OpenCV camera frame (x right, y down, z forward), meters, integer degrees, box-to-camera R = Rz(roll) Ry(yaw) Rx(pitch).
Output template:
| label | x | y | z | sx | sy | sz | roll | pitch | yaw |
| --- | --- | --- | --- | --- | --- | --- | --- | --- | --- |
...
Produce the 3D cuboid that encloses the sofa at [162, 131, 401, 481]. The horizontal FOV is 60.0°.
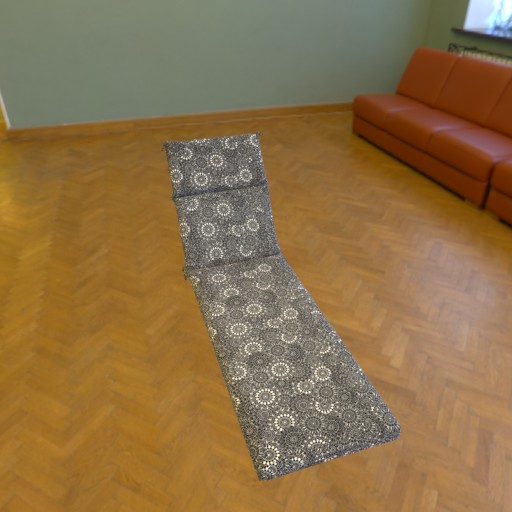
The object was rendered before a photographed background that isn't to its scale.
| label | x | y | z | sx | sy | sz | roll | pitch | yaw |
| --- | --- | --- | --- | --- | --- | --- | --- | --- | --- |
| sofa | 0.000 | 0.000 | 1.967 | 0.582 | 0.622 | 1.663 | -10 | 34 | -15 |
